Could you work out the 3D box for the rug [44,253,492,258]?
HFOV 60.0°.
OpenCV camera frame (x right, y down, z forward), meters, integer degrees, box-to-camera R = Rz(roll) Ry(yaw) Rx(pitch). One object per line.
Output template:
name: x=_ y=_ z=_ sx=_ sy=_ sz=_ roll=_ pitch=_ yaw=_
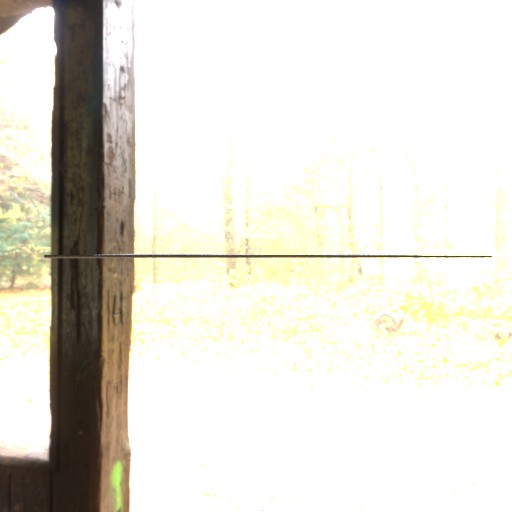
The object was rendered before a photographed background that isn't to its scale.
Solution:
rug: x=0.000 y=0.000 z=3.097 sx=2.438 sy=0.026 sz=1.706 roll=0 pitch=0 yaw=-16
